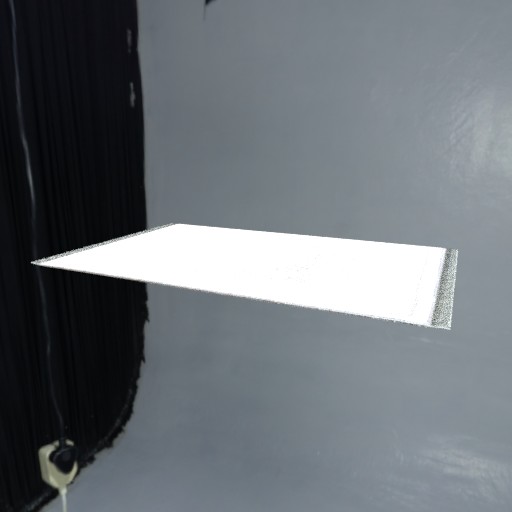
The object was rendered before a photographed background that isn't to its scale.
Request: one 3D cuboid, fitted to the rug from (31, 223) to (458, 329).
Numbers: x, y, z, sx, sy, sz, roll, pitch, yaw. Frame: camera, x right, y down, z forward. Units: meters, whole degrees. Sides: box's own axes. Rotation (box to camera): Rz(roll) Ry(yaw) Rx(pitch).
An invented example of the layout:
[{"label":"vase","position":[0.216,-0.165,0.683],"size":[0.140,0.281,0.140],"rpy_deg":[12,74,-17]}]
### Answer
[{"label":"rug","position":[0.000,0.000,2.958],"size":[2.440,0.010,1.528],"rpy_deg":[7,16,24]}]
